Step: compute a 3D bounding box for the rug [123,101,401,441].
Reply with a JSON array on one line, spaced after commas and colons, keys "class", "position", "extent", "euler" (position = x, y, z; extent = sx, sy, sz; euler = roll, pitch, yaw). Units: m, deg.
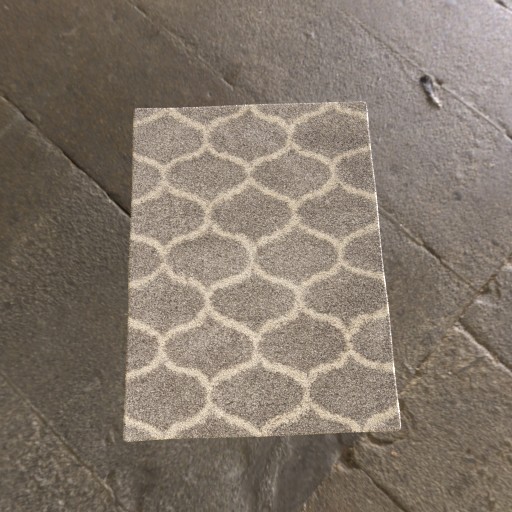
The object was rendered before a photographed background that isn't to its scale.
[{"class": "rug", "position": [0.000, 0.000, 2.100], "extent": [1.200, 0.025, 1.600], "euler": [-2, 76, 0]}]
